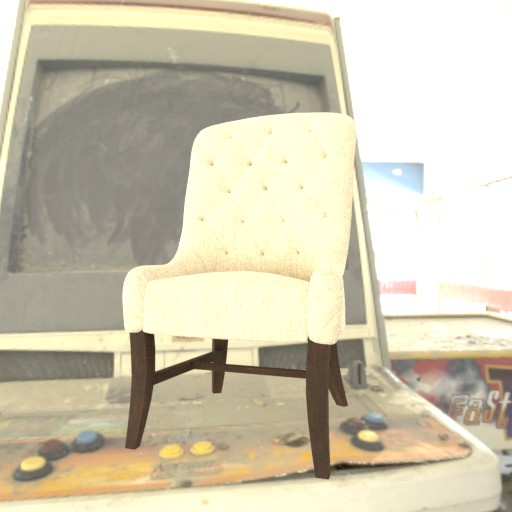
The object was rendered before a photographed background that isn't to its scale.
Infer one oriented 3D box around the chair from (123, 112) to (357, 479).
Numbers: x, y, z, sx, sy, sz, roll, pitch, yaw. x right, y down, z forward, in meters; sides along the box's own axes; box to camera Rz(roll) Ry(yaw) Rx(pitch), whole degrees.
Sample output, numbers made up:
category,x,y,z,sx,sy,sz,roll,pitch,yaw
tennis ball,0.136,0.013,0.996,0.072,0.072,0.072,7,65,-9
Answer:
category,x,y,z,sx,sy,sz,roll,pitch,yaw
chair,0.000,0.000,1.462,0.634,1.091,0.629,0,0,18
